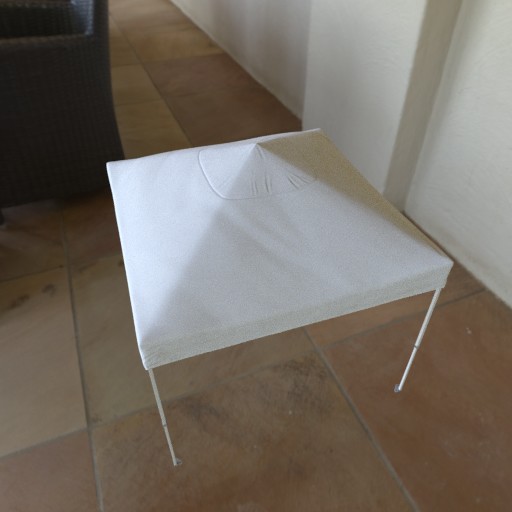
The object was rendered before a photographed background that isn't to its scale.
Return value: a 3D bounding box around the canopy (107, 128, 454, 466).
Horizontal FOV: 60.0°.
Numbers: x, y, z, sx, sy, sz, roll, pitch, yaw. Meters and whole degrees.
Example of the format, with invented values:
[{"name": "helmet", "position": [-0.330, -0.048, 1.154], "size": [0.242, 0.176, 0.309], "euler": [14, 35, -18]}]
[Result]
[{"name": "canopy", "position": [0.000, 0.000, 5.398], "size": [2.996, 2.997, 2.998], "euler": [-13, 44, -14]}]
